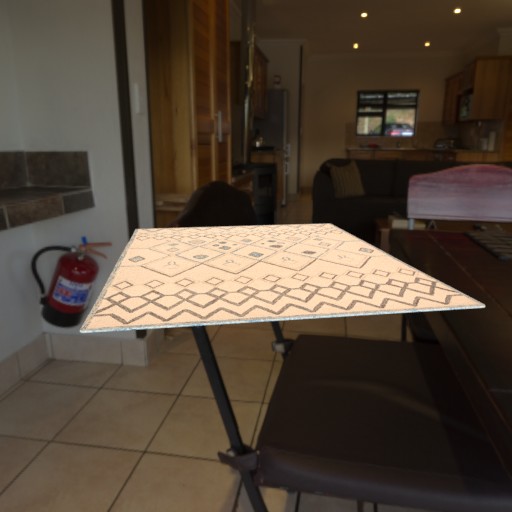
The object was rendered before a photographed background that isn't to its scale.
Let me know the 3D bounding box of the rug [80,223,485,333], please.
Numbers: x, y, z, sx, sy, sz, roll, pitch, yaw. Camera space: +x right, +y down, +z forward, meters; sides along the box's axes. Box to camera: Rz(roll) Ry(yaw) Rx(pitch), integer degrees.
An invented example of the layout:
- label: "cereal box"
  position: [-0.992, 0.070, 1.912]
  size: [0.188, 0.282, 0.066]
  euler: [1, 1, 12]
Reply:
- label: "rug"
  position: [0.000, 0.000, 4.054]
  size: [2.441, 0.013, 3.056]
  euler: [-2, 14, -9]
